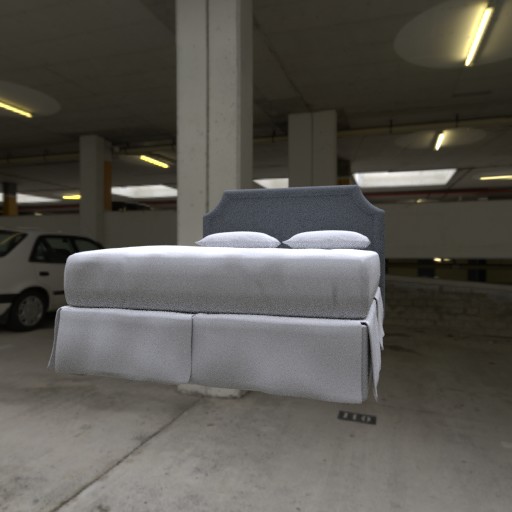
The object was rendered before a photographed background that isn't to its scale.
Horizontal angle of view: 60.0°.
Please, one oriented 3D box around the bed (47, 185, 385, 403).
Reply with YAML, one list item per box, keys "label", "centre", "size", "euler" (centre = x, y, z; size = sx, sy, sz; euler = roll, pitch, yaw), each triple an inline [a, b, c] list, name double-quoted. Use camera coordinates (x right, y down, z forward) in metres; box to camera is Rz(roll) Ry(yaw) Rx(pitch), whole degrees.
- label: "bed"
  centre: [0.000, 0.000, 3.263]
  size: [1.811, 1.296, 2.259]
  euler: [0, 1, 17]
